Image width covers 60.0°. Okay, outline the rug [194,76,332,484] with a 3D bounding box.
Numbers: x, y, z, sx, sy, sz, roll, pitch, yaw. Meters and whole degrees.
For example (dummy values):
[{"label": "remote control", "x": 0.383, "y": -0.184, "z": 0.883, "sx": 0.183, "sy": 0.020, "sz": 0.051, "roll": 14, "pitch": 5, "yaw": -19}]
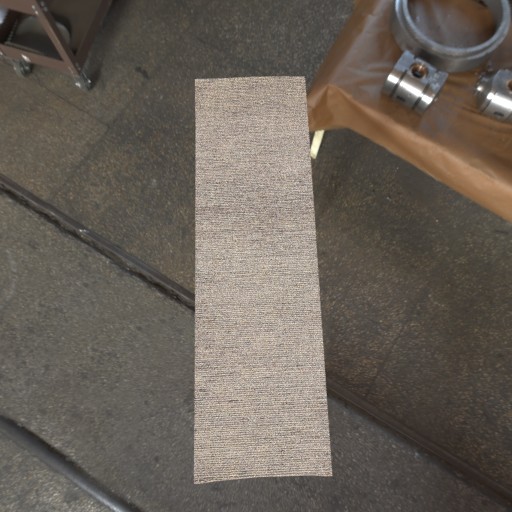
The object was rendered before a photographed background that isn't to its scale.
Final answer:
[{"label": "rug", "x": 0.000, "y": 0.000, "z": 2.511, "sx": 0.697, "sy": 0.013, "sz": 2.335, "roll": -2, "pitch": 76, "yaw": 0}]
